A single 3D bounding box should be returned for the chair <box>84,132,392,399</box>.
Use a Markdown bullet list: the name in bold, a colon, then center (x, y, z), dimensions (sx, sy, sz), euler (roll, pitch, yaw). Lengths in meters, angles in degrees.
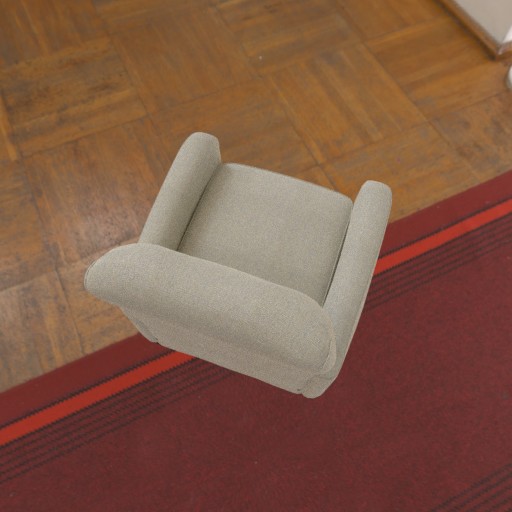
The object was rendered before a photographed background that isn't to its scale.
- **chair**: center (0.000, 0.000, 1.640), dimensions (0.850, 1.006, 0.853), euler (18, 66, 8)
